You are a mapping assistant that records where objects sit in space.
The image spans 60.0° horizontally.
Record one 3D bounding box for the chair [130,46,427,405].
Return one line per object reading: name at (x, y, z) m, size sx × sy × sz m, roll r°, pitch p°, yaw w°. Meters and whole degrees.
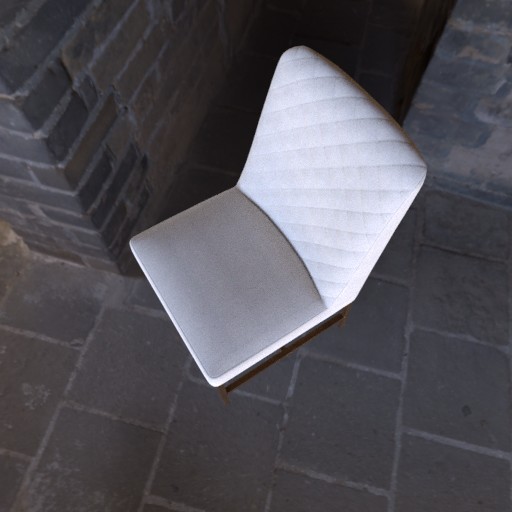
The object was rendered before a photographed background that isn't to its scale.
chair at (0.000, 0.000, 1.295) m, size 0.597 × 0.933 × 0.503 m, roll -30°, pitch 67°, yaw -14°
